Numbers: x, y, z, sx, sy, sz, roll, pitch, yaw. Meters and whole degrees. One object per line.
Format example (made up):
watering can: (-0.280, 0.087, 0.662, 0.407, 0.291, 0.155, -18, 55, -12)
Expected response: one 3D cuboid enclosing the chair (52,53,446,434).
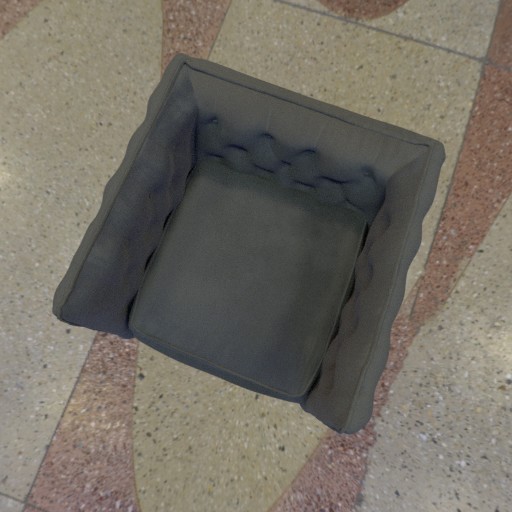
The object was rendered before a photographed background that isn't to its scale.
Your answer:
chair: (0.000, 0.000, 1.621, 0.946, 0.807, 0.913, 21, 77, 5)
